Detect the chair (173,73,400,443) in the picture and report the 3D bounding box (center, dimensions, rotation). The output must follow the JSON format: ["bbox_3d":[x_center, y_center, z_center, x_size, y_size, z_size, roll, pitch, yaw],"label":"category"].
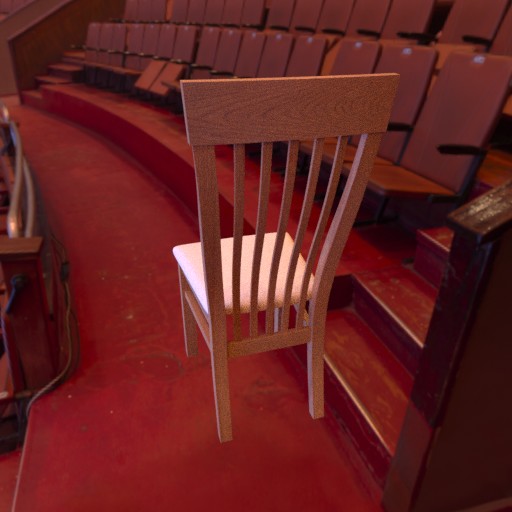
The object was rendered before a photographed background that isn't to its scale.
[{"bbox_3d":[0.000,0.000,1.328,0.450,1.050,0.580,-8,29,-15],"label":"chair"}]
